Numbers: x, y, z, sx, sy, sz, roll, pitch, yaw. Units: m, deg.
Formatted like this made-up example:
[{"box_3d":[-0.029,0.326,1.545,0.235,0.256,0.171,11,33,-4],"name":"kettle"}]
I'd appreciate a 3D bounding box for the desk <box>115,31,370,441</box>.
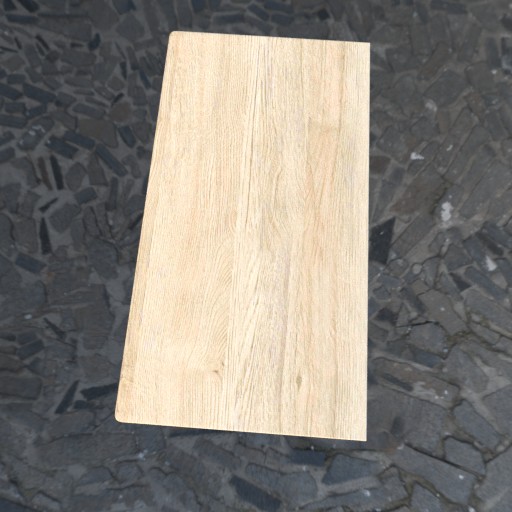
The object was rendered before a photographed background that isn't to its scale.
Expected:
[{"box_3d":[0.000,0.000,1.319,0.480,0.770,0.885,4,75,1],"name":"desk"}]
